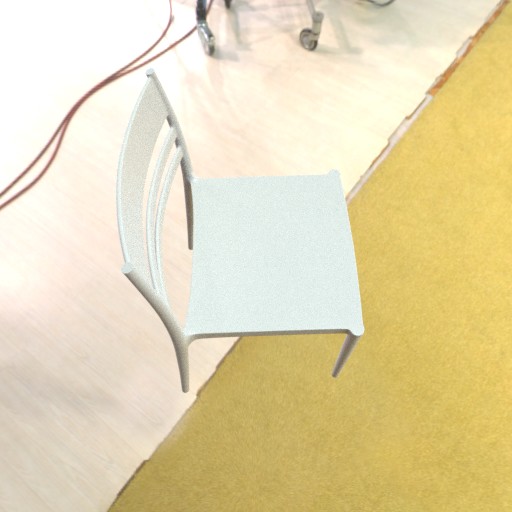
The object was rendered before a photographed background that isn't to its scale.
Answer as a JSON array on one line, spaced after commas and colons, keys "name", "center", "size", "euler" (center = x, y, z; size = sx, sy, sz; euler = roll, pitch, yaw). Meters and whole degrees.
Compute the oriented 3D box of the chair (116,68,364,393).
[{"name": "chair", "center": [0.000, 0.000, 1.158], "size": [0.511, 0.800, 0.531], "euler": [-2, 62, -1]}]
